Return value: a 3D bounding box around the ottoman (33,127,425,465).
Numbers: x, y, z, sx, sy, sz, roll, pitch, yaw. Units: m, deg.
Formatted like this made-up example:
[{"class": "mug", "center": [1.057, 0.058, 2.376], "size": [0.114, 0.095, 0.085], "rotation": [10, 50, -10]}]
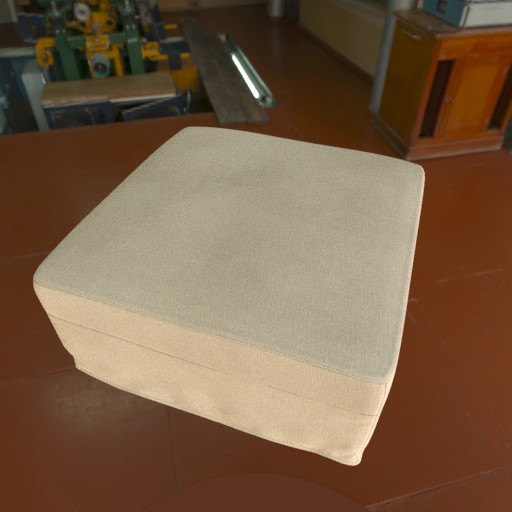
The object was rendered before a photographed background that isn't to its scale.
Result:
[{"class": "ottoman", "center": [0.000, 0.000, 1.299], "size": [0.842, 0.441, 0.843], "rotation": [14, 44, 15]}]
